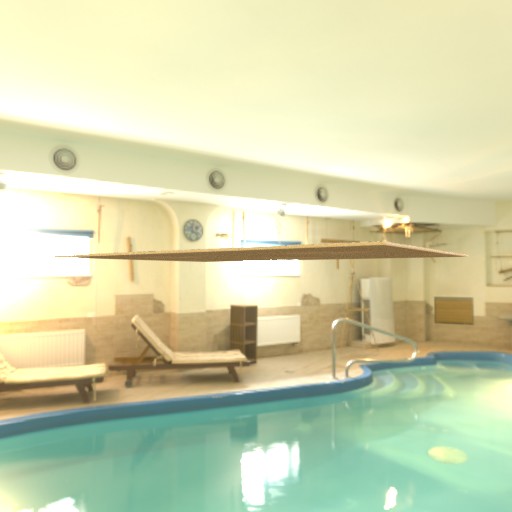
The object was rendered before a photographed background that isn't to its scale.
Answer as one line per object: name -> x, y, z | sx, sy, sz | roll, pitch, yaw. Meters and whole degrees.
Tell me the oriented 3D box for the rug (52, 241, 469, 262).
rug -> 0.000, 0.000, 3.498 | 2.746, 0.018, 1.819 | -2, -3, 36
